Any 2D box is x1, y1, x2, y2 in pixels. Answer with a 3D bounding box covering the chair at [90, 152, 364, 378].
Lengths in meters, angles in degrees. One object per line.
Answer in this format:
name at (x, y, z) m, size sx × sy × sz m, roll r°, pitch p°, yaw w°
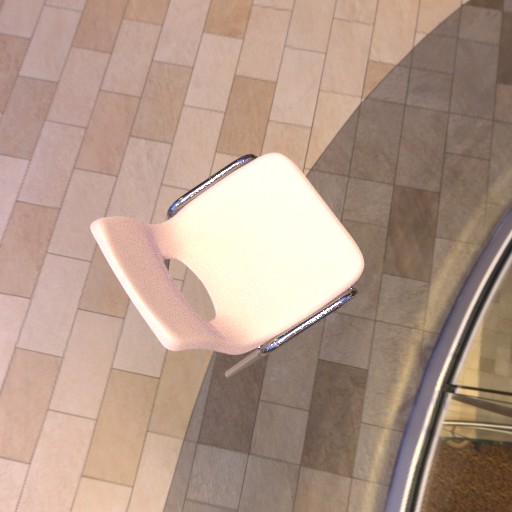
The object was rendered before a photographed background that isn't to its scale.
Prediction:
chair at (0.000, 0.000, 0.950) m, size 0.436 × 0.704 × 0.381 m, roll -34°, pitch 79°, yaw -7°
